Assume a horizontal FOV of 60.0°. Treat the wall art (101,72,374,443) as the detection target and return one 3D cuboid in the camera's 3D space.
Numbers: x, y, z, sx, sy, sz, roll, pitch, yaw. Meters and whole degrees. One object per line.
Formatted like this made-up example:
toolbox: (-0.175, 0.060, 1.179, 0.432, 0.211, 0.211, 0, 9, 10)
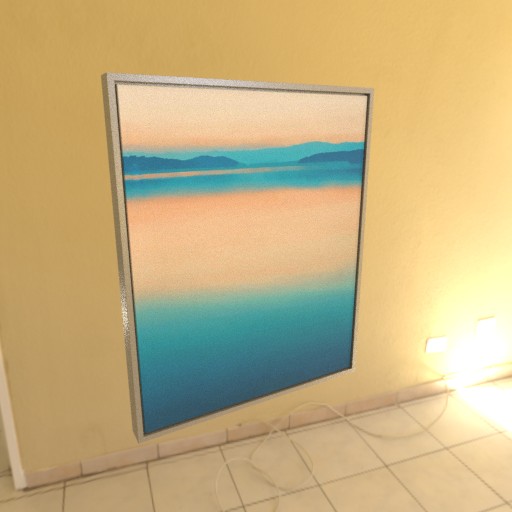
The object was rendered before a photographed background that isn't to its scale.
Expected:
wall art: (0.000, 0.000, 0.757, 0.453, 0.554, 0.037, -9, 18, -28)
